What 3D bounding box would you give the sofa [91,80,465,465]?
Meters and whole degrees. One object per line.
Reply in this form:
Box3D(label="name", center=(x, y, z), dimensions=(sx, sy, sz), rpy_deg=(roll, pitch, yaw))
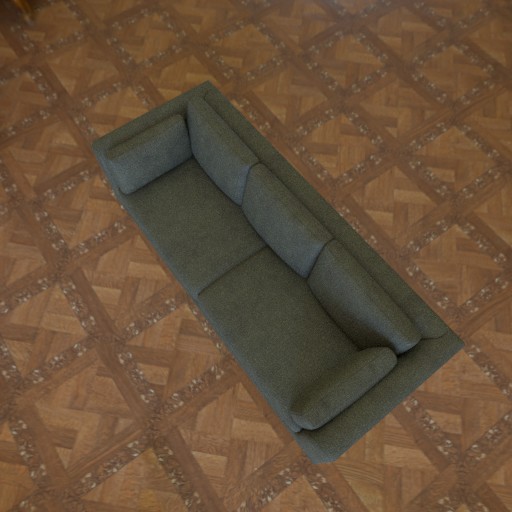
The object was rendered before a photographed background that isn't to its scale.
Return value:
Box3D(label="sofa", center=(0.000, 0.000, 2.915), dimensions=(0.969, 0.867, 2.415), rpy_deg=(-34, 69, -15))
